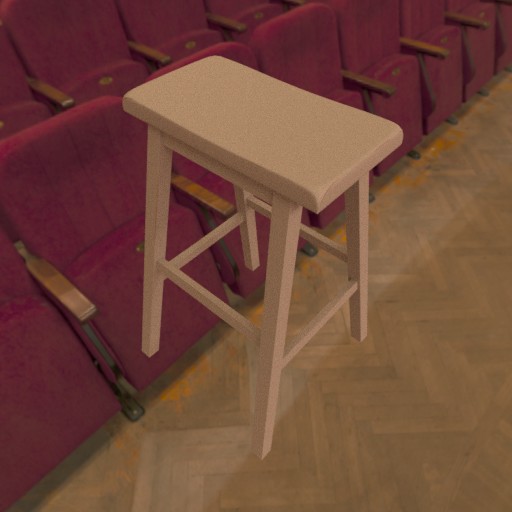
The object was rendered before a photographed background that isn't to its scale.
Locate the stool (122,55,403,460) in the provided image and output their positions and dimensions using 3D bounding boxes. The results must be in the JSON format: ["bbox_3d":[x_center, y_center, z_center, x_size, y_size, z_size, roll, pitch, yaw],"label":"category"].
[{"bbox_3d":[0.000,0.000,1.030,0.457,0.737,0.476,33,54,27],"label":"stool"}]
